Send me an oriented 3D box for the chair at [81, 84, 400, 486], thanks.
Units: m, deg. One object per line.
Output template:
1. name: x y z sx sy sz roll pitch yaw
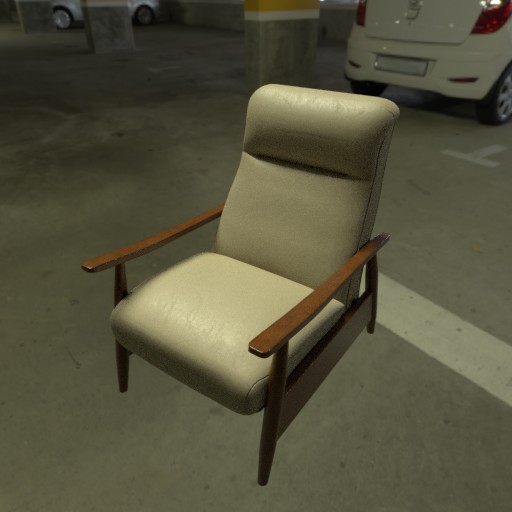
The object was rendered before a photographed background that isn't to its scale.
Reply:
1. chair: 0.000 0.000 1.718 0.762 1.082 1.014 20 36 29
